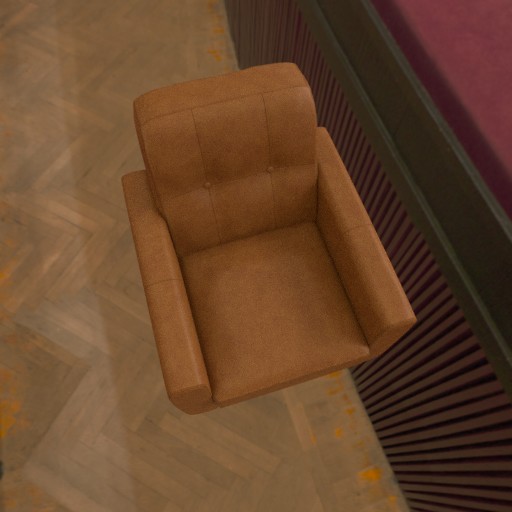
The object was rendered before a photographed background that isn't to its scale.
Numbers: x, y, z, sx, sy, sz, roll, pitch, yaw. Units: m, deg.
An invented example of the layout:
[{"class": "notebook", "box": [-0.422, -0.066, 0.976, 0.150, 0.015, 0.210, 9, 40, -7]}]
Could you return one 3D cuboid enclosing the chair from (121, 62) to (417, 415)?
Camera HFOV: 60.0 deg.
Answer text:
[{"class": "chair", "box": [0.000, 0.000, 1.693, 0.845, 0.968, 0.942, -15, 65, -7]}]
